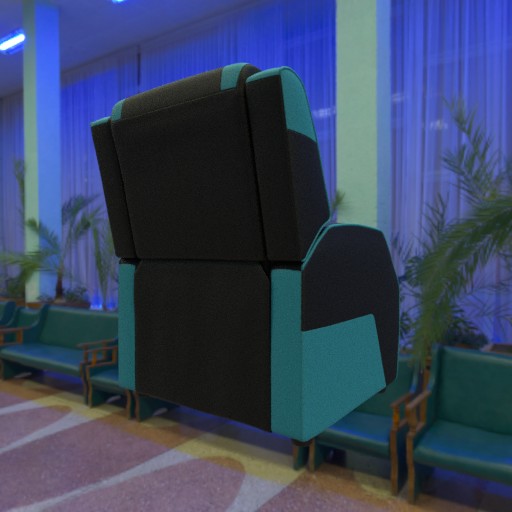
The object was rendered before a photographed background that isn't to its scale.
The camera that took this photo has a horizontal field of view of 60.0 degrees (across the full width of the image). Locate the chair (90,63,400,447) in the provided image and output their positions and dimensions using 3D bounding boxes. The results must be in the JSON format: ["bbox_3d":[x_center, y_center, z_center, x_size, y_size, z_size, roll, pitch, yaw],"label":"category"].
[{"bbox_3d":[0.000,0.000,1.263,0.620,0.805,0.672,1,1,37],"label":"chair"}]
